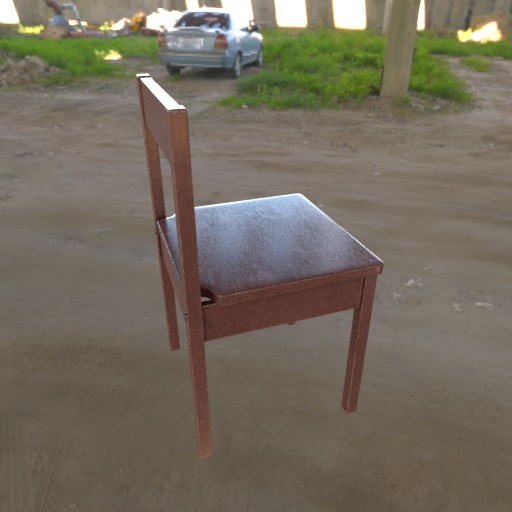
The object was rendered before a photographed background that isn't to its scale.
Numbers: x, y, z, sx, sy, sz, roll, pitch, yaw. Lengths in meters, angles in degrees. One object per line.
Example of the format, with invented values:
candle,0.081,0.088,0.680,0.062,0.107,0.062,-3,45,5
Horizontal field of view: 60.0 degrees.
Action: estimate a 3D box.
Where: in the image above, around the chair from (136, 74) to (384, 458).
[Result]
chair,0.000,0.000,0.909,0.361,0.668,0.367,-10,31,-17
